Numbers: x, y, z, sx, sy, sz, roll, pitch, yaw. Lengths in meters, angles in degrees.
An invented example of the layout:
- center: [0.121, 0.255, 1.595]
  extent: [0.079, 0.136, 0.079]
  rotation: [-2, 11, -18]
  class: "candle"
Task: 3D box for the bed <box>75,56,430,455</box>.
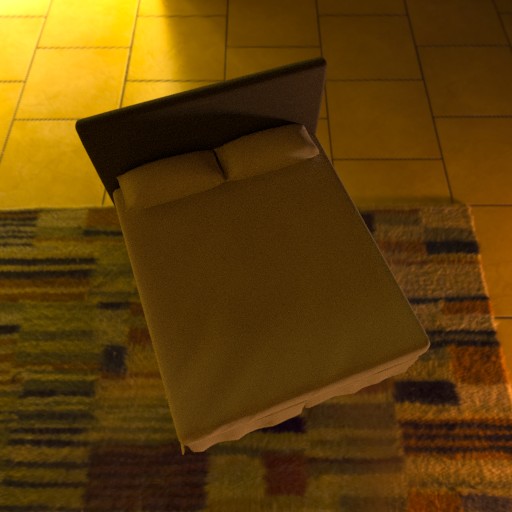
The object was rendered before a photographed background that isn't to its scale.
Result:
- center: [0.000, 0.000, 3.204]
  extent: [1.884, 1.330, 2.142]
  rotation: [-18, 65, -9]
  class: "bed"
